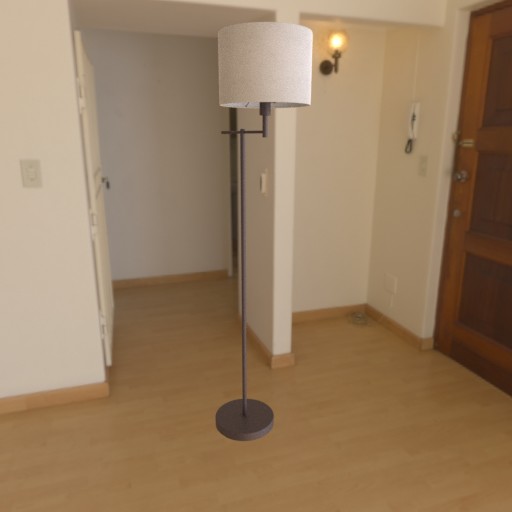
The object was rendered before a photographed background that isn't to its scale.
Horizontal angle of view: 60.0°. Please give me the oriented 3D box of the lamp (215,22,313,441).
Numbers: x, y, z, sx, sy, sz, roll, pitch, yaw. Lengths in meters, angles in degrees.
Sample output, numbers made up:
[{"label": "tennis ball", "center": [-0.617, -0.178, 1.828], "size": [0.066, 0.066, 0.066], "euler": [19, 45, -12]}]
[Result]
[{"label": "lamp", "center": [0.000, 0.000, 1.761], "size": [0.324, 1.600, 0.416], "euler": [-14, 20, -42]}]
